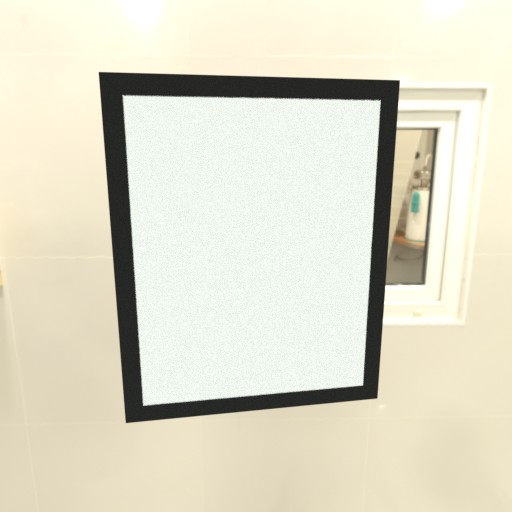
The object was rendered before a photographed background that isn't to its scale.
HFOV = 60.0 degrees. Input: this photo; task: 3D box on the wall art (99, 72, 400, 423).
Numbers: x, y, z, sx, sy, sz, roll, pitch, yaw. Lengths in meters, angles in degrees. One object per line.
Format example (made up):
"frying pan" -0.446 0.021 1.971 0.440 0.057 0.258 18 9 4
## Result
"wall art" 0.000 0.000 0.536 0.329 0.404 0.024 -2 14 -9
